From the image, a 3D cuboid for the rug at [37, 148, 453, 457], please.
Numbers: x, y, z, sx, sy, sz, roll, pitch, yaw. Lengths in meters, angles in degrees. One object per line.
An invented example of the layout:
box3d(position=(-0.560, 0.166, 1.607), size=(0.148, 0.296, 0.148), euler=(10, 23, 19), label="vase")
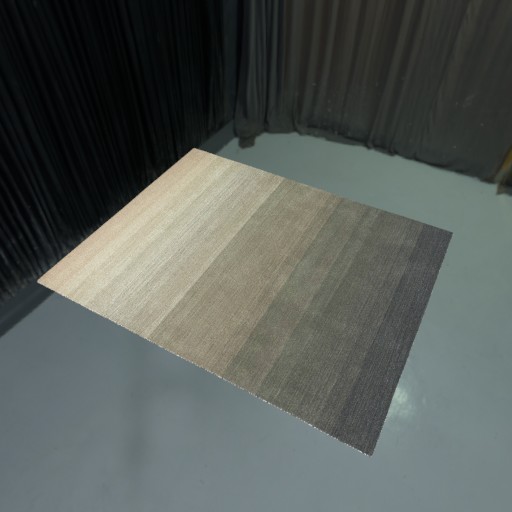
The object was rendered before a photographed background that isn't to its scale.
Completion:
box3d(position=(0.000, 0.000, 3.927), size=(2.932, 0.015, 2.315), euler=(22, 50, 20), label="rug")
